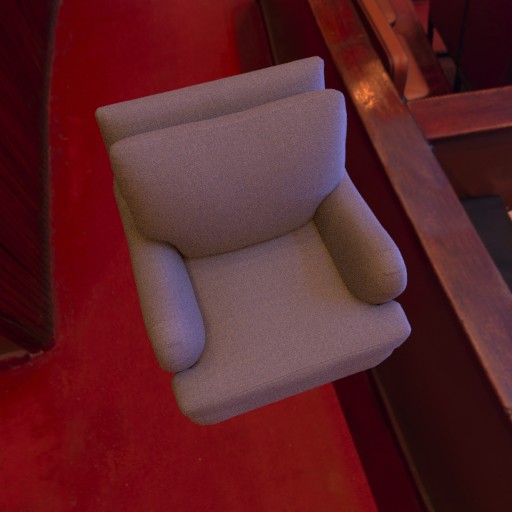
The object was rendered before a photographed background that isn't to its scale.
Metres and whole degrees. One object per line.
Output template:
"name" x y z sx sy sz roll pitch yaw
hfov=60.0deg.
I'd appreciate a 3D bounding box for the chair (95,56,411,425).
"chair" 0.000 0.000 1.829 0.955 1.038 1.070 -17 64 -9
